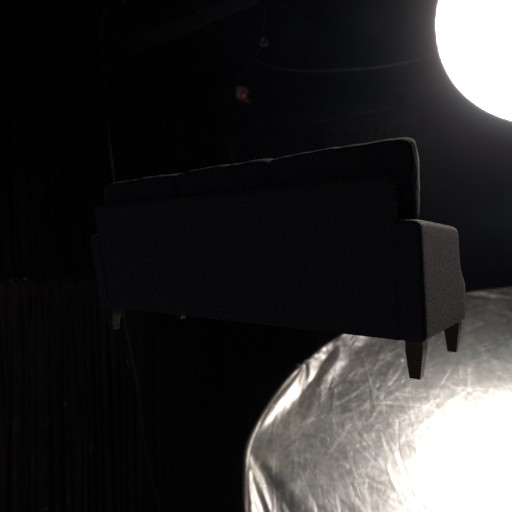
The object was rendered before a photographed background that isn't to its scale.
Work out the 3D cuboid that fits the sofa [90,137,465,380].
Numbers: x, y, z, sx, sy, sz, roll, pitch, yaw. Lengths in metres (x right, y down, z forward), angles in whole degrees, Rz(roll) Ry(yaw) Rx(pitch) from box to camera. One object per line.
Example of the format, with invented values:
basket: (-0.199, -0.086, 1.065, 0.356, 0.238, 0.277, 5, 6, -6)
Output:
sofa: (0.000, 0.000, 2.602, 2.115, 0.984, 0.888, 0, 0, 36)
